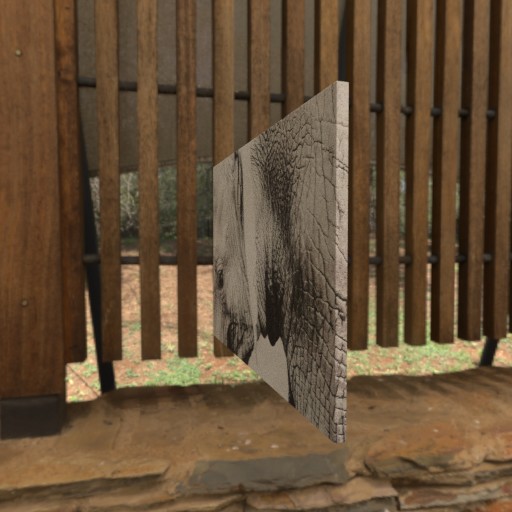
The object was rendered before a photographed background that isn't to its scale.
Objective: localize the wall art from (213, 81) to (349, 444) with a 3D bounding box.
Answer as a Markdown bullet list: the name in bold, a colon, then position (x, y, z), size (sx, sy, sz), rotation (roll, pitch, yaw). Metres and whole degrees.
- **wall art**: position (0.000, 0.000, 1.176), size (0.023, 0.607, 0.914), rotation (-1, 2, -18)
